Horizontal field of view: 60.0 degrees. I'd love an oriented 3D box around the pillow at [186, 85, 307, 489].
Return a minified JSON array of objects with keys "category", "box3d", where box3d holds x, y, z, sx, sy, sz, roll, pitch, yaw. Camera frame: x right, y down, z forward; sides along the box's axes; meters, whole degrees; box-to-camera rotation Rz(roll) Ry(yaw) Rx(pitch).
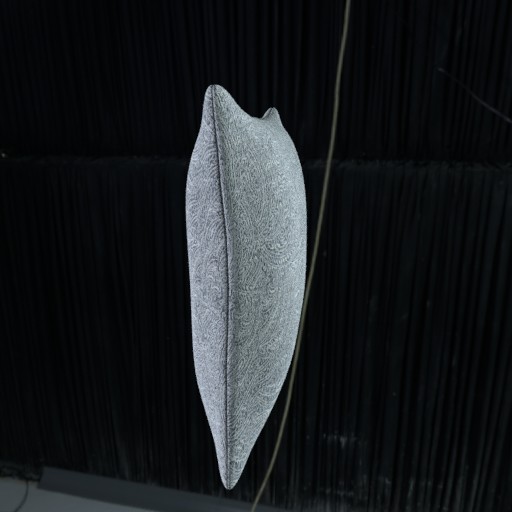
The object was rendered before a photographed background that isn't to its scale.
[{"category":"pillow","box3d":[0.000,0.000,0.765,0.166,0.510,0.523,3,16,9]}]
